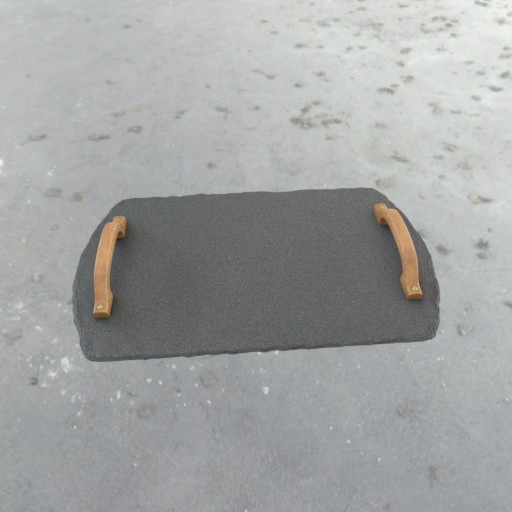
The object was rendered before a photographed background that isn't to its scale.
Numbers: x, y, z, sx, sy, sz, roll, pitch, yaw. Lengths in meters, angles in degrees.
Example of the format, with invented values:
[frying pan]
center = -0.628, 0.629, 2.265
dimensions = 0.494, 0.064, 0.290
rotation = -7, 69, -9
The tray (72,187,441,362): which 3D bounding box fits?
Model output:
[tray]
center = 0.000, 0.000, 0.482
dimensions = 0.387, 0.062, 0.231
rotation = -3, 47, -3
